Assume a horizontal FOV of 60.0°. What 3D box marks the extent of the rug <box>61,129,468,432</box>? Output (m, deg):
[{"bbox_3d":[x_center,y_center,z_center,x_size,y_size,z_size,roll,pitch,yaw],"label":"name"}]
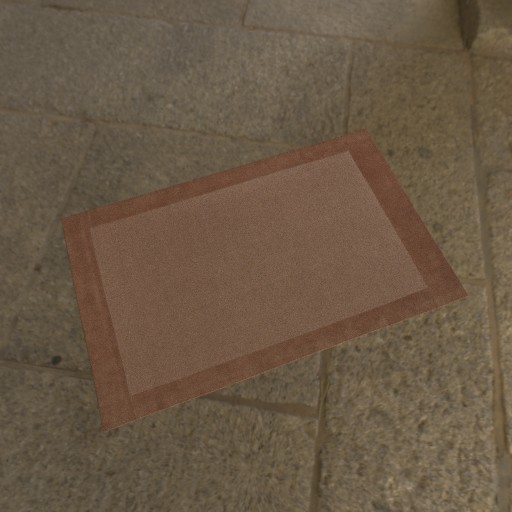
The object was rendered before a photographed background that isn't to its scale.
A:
[{"bbox_3d":[0.000,0.000,3.059,2.438,0.014,1.524,-18,65,-9],"label":"rug"}]
